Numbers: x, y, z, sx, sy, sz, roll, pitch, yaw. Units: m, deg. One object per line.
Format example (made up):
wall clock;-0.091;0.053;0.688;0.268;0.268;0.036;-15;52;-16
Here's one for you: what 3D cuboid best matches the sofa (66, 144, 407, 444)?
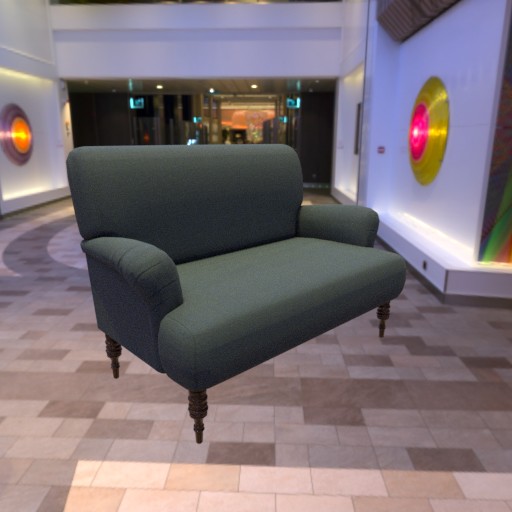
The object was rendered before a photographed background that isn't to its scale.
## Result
sofa;0.000;0.000;1.840;1.297;0.889;0.779;-14;20;-42
